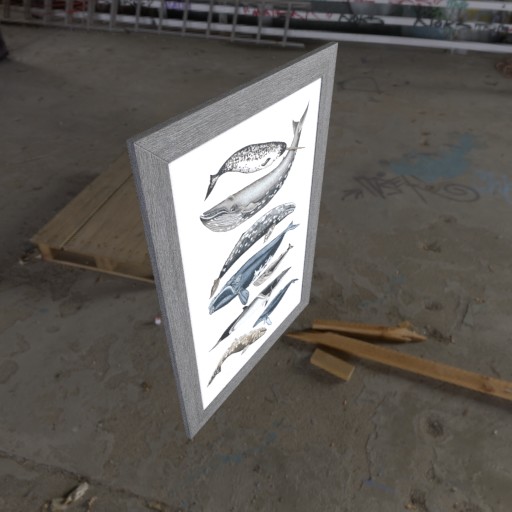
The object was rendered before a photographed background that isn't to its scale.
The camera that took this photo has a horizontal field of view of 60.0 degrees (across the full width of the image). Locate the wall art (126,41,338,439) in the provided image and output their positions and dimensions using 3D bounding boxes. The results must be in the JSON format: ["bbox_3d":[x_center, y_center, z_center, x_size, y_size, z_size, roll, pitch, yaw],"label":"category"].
[{"bbox_3d":[0.000,0.000,1.372,0.020,1.070,0.768,25,47,26],"label":"wall art"}]
